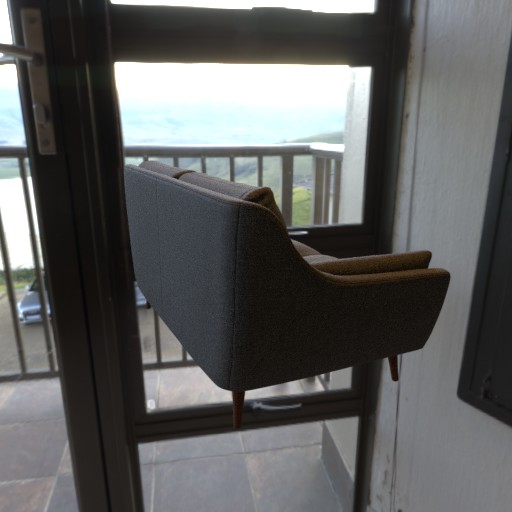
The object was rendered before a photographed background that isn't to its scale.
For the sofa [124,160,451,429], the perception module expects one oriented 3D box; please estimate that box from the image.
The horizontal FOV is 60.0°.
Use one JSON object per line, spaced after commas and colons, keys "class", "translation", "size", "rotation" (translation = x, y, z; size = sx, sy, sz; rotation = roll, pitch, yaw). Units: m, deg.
{"class": "sofa", "translation": [0.000, 0.000, 2.236], "size": [0.976, 0.887, 1.646], "rotation": [-9, 18, -27]}
